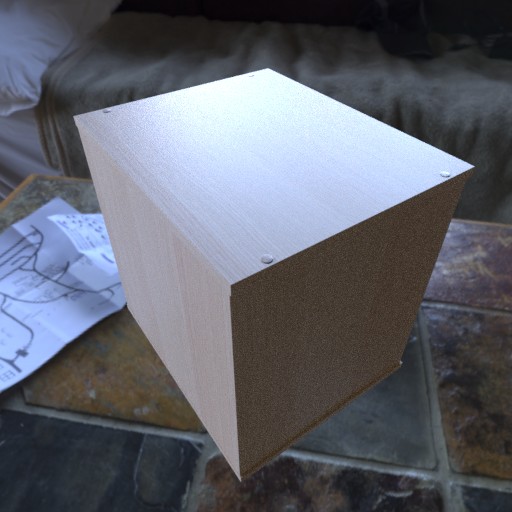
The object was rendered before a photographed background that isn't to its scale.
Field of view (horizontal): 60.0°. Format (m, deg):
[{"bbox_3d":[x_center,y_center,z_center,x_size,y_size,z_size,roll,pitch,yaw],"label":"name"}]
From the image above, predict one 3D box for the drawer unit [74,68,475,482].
[{"bbox_3d":[0.000,0.000,0.601,0.290,0.344,0.349,-25,47,-26],"label":"drawer unit"}]
